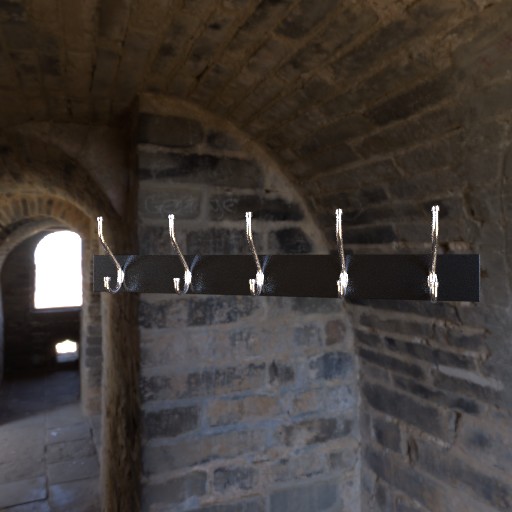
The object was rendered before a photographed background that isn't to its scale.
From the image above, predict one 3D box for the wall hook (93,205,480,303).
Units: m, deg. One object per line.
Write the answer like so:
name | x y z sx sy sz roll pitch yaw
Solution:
wall hook | 0.000 0.000 0.618 0.571 0.117 0.071 0 0 18
